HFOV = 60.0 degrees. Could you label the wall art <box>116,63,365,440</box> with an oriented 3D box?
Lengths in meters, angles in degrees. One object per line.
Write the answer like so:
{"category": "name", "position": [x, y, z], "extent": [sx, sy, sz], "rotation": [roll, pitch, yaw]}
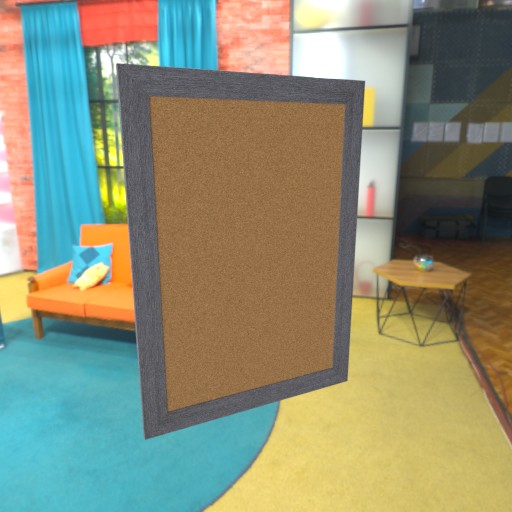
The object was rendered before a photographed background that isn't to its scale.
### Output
{"category": "wall art", "position": [0.000, 0.000, 1.394], "extent": [0.768, 1.070, 0.020], "rotation": [-7, 16, -25]}
